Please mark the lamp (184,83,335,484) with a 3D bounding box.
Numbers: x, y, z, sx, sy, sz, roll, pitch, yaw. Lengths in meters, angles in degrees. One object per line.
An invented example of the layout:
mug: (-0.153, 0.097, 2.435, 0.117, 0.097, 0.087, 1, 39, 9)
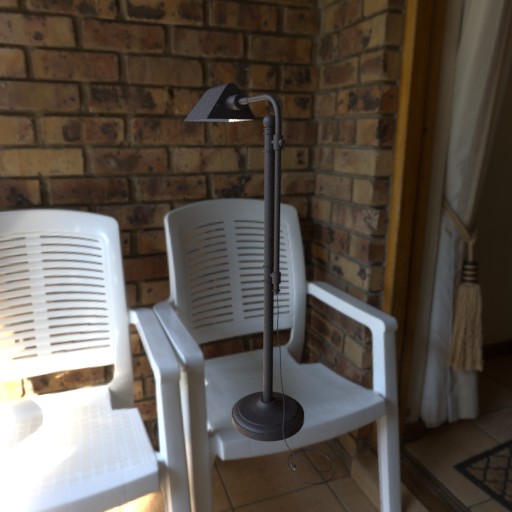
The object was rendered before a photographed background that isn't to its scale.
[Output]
lamp: (0.000, 0.000, 0.934, 0.159, 0.708, 0.545, -7, 16, -26)
